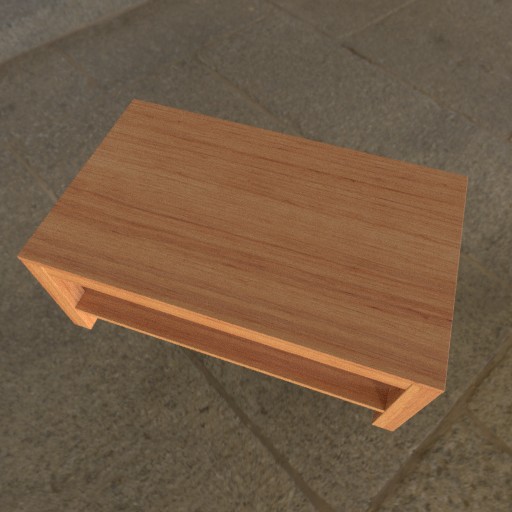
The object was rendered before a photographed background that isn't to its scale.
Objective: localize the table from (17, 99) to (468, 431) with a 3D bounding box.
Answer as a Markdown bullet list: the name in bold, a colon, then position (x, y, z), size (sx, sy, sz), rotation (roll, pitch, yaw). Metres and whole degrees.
- **table**: position (0.000, 0.000, 1.481), size (1.146, 0.457, 0.695), rotation (16, 59, 10)
